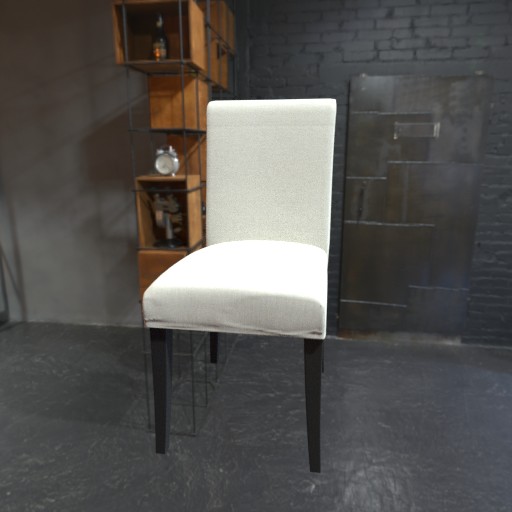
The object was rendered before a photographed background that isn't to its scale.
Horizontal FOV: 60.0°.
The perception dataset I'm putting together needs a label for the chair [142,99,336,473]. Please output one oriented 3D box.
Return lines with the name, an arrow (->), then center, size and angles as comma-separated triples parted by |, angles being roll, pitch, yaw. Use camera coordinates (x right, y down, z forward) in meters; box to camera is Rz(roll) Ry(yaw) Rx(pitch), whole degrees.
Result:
chair -> 0.000, 0.000, 1.370 | 0.452, 0.976, 0.708 | 2, 14, 10
